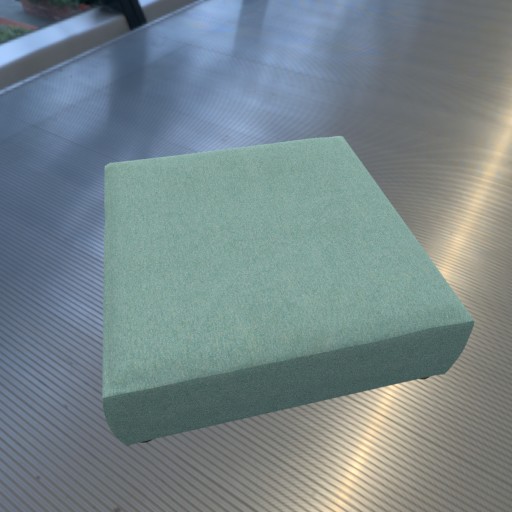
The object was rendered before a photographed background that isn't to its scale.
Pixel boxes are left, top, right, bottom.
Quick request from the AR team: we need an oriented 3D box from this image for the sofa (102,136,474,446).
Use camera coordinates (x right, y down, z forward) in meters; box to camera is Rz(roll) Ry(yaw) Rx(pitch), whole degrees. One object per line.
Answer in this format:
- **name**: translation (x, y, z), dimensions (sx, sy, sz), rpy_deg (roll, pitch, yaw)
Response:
- **sofa**: translation (0.000, 0.000, 1.430), dimensions (0.930, 0.330, 0.930), rpy_deg (-9, 46, -9)
